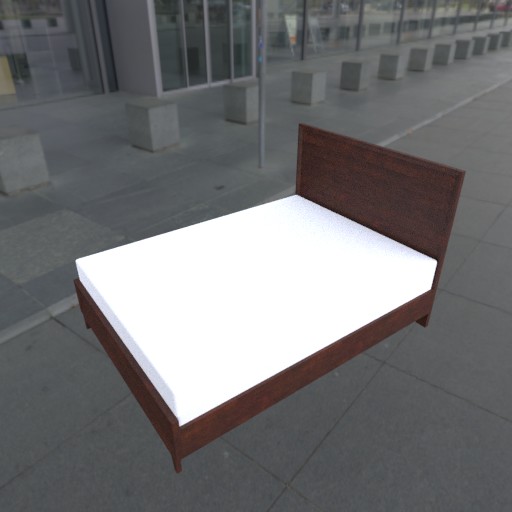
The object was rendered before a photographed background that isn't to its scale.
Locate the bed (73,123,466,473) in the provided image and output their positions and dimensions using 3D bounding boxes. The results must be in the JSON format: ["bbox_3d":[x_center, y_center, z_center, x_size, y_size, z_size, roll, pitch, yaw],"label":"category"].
[{"bbox_3d":[0.000,0.000,3.178,2.184,1.270,1.600,-20,36,-31],"label":"bed"}]
